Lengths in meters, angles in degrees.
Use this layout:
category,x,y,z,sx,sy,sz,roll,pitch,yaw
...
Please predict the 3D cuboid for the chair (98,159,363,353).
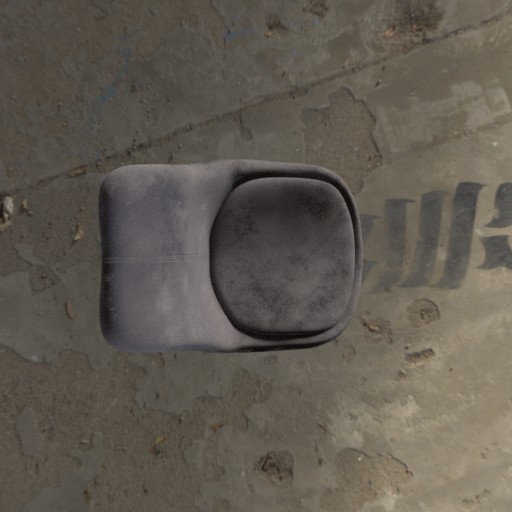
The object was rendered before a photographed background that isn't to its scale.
category,x,y,z,sx,sy,sz,roll,pitch,yaw
chair,0.000,0.000,1.167,0.550,0.850,0.476,0,91,-1
